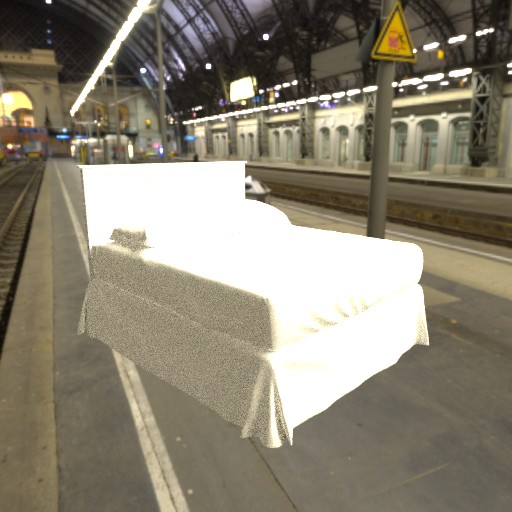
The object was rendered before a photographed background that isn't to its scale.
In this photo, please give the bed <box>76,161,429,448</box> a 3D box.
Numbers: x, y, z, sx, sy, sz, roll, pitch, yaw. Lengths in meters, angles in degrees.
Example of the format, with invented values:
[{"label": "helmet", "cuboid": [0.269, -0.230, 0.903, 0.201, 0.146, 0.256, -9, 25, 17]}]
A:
[{"label": "bed", "cuboid": [0.000, 0.000, 3.200, 2.047, 1.269, 1.876, 13, 19, 43]}]
